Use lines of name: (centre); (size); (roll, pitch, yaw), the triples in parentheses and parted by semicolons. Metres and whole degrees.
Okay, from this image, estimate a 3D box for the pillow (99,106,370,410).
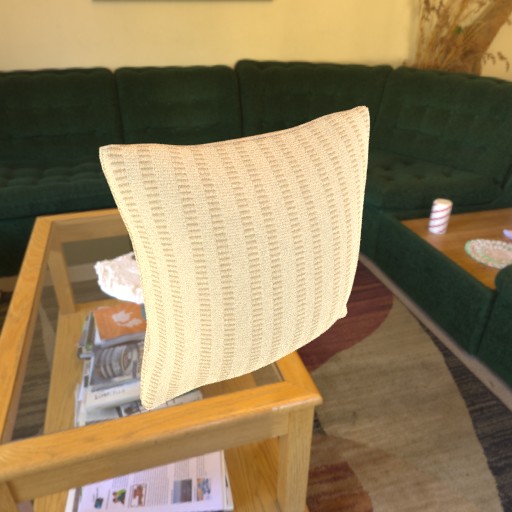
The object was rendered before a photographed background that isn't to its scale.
pillow: (0.000, 0.000, 0.708); (0.438, 0.419, 0.247); (-19, 35, -29)
